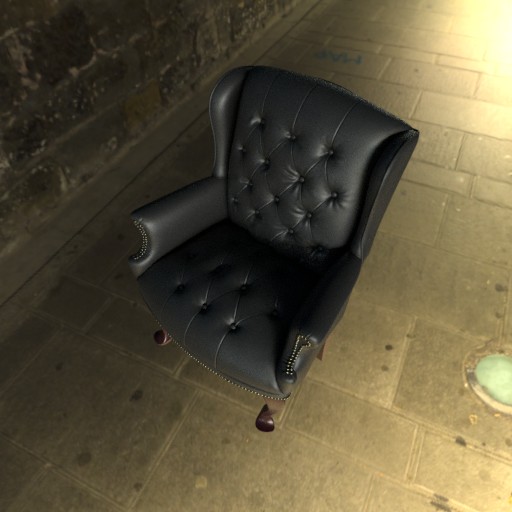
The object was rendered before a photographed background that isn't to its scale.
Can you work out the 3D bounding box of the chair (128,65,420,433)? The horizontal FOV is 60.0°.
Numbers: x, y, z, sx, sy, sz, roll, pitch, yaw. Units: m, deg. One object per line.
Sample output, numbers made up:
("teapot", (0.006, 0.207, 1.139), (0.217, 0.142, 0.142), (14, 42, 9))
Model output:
("chair", (0.000, 0.000, 1.638), (0.838, 1.111, 0.762), (32, 56, 26))
